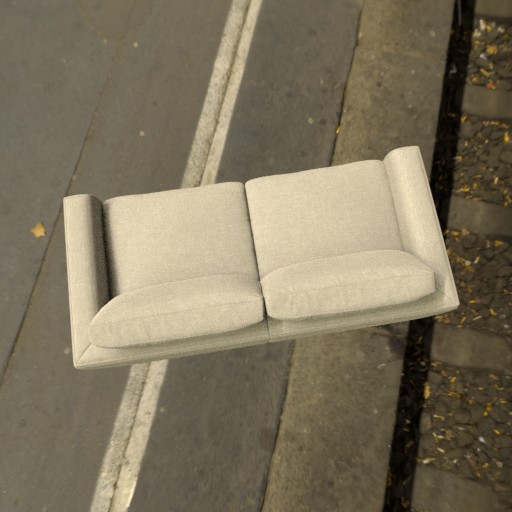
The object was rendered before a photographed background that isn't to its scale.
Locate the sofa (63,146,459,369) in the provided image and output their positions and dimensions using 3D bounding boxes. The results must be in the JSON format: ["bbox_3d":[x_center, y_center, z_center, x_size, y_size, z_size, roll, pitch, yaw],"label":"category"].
[{"bbox_3d":[0.000,0.000,2.777,2.262,0.801,1.070,-9,77,-2],"label":"sofa"}]
